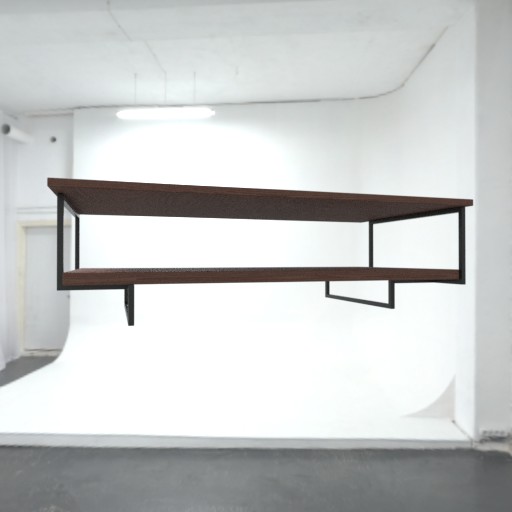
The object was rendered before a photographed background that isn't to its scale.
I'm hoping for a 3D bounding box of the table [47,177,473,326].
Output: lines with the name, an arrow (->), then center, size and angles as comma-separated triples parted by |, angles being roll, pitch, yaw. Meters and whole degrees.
table -> 0.000, 0.000, 1.491 | 1.197, 0.347, 0.651 | 0, -1, -18
